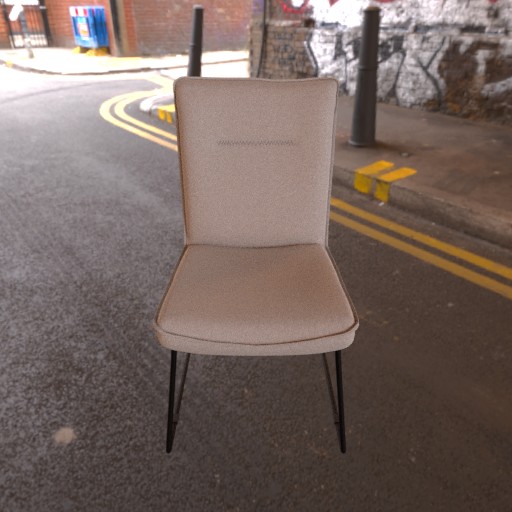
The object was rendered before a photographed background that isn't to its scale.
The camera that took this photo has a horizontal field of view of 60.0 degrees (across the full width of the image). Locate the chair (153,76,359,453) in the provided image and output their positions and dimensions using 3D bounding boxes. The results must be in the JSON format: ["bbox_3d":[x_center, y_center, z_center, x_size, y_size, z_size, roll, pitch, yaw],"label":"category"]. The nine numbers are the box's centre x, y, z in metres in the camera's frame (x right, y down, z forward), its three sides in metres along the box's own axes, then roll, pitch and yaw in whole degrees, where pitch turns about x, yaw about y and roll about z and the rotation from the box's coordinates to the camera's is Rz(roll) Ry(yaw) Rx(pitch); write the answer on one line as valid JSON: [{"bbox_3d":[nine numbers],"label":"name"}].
[{"bbox_3d":[0.000,0.000,1.327,0.515,0.930,0.688,0,29,0],"label":"chair"}]
